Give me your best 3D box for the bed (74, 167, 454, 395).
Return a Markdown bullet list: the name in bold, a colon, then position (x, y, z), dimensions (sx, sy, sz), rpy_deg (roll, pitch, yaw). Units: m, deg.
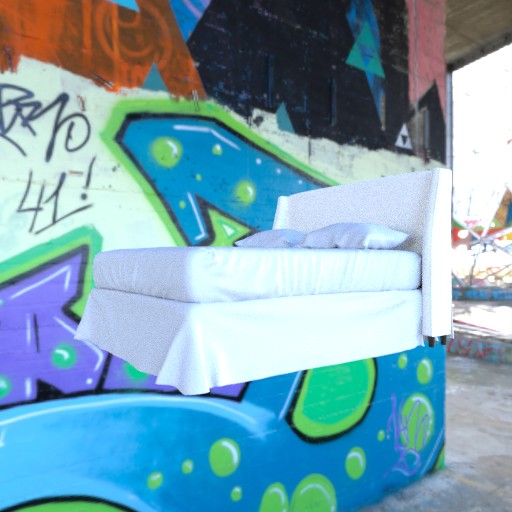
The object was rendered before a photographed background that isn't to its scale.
- **bed**: position (0.000, 0.000, 3.412), dimensions (2.276, 1.332, 1.925), rpy_deg (0, -1, -36)
